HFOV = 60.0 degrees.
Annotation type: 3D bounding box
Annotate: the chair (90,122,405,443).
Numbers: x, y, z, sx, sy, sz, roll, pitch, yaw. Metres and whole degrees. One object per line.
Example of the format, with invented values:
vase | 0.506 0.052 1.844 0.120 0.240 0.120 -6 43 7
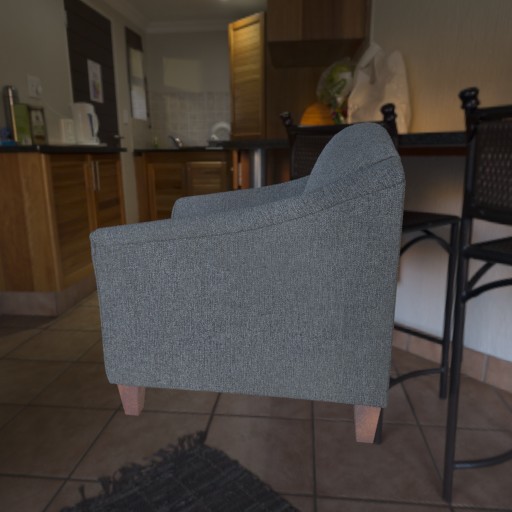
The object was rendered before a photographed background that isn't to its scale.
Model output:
chair | 0.000 0.000 1.461 0.787 0.839 0.763 2 14 8
